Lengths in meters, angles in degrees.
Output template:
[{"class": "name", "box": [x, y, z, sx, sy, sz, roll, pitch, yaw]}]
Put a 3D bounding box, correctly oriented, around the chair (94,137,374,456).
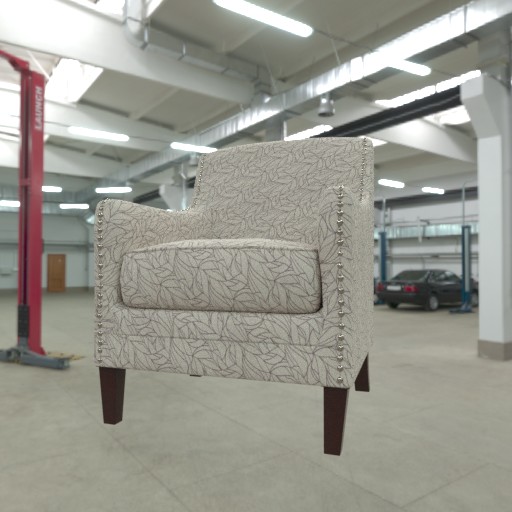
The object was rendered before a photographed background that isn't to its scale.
[{"class": "chair", "box": [0.000, 0.000, 1.276, 0.623, 0.816, 0.651, 0, -1, 19]}]
